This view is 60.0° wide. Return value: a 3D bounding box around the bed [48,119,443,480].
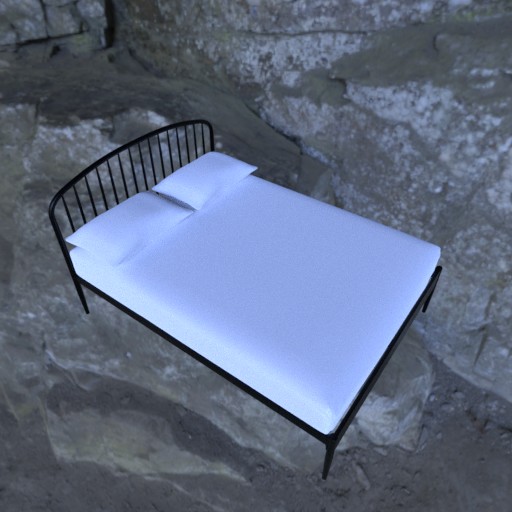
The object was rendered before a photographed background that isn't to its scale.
[{"bbox_3d":[0.000,0.000,3.102,2.159,1.166,1.618,26,47,27],"label":"bed"}]
